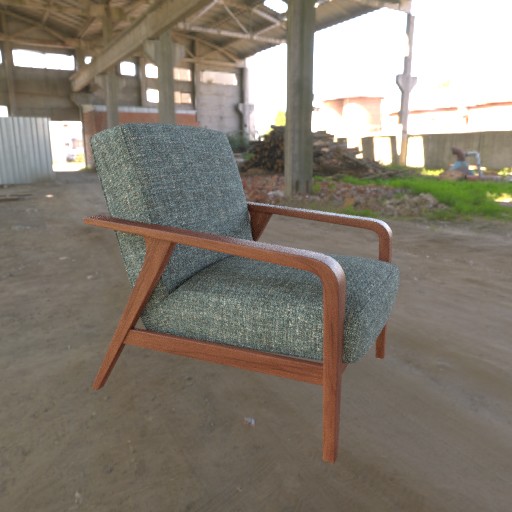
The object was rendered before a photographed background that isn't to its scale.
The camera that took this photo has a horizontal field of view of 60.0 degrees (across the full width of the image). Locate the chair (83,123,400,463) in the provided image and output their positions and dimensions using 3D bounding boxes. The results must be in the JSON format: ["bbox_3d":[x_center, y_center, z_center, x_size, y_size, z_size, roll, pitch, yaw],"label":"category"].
[{"bbox_3d":[0.000,0.000,1.494,0.889,0.864,0.719,6,14,25],"label":"chair"}]
